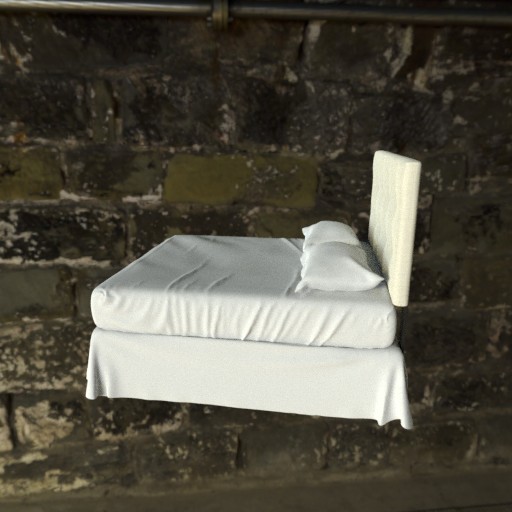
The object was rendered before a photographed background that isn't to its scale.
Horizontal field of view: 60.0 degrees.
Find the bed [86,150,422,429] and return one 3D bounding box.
[{"bbox_3d":[0.000,0.000,3.488,2.222,1.577,1.936,2,16,9],"label":"bed"}]
